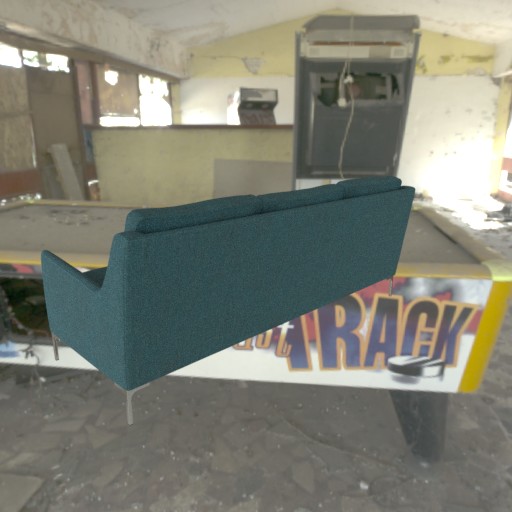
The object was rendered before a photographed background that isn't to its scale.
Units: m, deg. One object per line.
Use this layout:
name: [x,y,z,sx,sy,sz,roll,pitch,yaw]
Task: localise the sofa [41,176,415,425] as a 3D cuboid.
sofa: [0.000,0.000,2.504,2.060,0.837,0.849,-15,21,-43]
